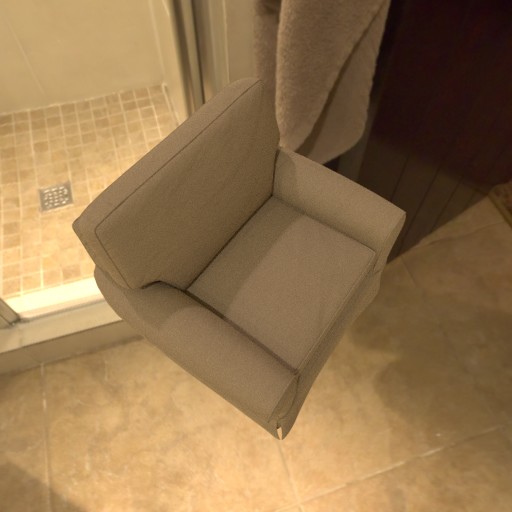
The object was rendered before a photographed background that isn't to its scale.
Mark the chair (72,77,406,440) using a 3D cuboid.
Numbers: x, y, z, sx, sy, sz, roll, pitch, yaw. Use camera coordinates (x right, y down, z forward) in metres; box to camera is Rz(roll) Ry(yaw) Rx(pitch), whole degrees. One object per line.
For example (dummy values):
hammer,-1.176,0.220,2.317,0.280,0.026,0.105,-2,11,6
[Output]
chair,0.000,0.000,1.942,0.988,1.017,1.135,31,63,18
